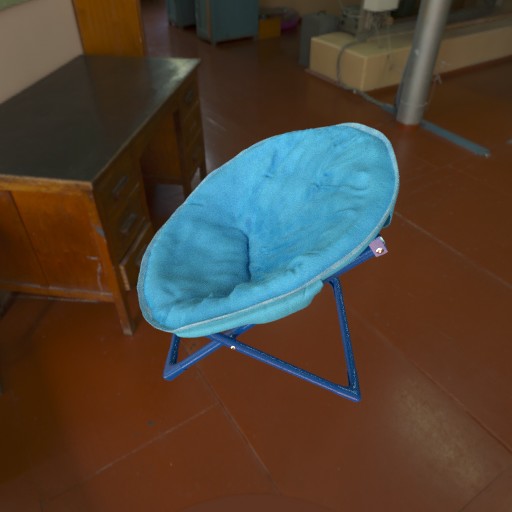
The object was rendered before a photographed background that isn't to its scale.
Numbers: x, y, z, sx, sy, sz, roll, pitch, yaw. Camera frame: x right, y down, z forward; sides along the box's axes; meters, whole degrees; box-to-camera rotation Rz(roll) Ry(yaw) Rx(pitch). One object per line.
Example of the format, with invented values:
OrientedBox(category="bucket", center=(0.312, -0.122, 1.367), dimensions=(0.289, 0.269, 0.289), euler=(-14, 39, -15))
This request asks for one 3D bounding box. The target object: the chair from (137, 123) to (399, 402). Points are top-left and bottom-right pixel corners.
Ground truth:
OrientedBox(category="chair", center=(0.000, 0.000, 0.891), dimensions=(0.465, 0.478, 0.520), euler=(1, 40, 1))
